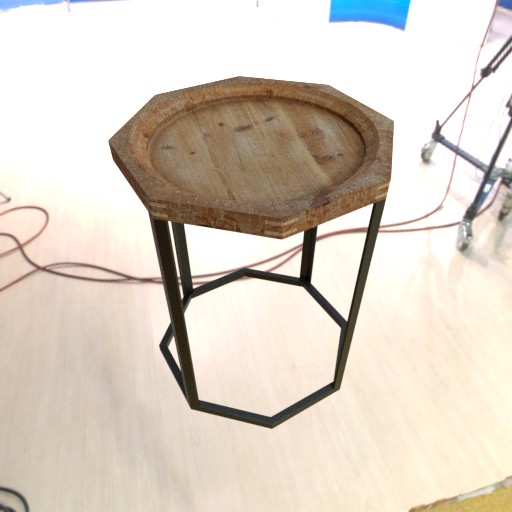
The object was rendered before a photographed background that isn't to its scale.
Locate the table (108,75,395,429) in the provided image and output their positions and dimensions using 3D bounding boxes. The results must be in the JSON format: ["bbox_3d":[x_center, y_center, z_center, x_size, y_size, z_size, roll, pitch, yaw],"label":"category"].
[{"bbox_3d":[0.000,0.000,0.886,0.458,0.543,0.458,27,49,26],"label":"table"}]
